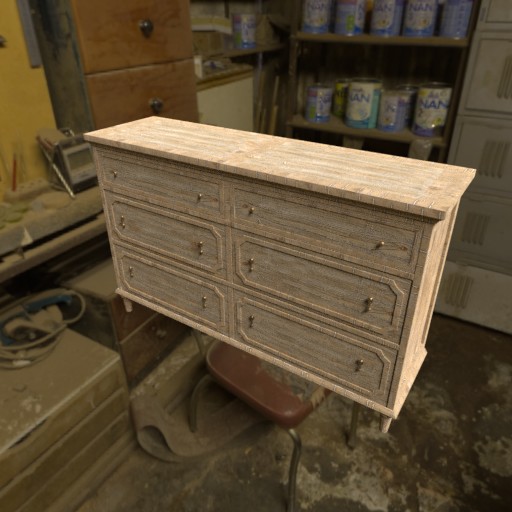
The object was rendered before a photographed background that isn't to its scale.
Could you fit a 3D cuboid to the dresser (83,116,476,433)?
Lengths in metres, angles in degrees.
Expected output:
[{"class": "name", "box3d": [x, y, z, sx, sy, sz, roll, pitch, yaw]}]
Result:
[{"class": "dresser", "box3d": [0.000, 0.000, 2.091, 1.626, 1.016, 0.457, 18, 34, 29]}]
